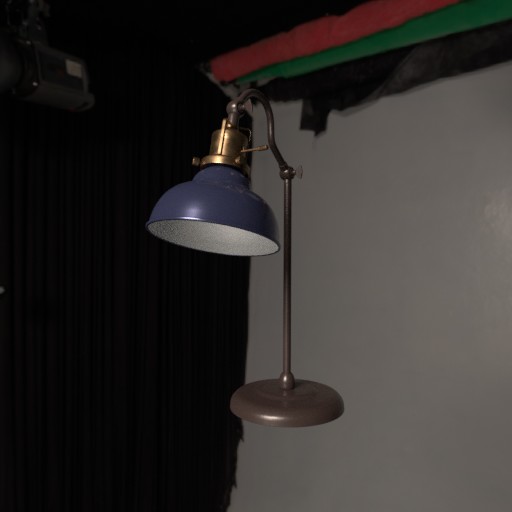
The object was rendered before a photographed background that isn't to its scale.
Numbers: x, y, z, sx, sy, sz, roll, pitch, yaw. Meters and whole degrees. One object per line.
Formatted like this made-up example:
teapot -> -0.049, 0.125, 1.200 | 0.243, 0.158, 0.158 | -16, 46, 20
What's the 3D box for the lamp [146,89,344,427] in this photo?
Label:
lamp -> 0.000, 0.000, 0.678 | 0.192, 0.508, 0.374 | 0, 0, 35
